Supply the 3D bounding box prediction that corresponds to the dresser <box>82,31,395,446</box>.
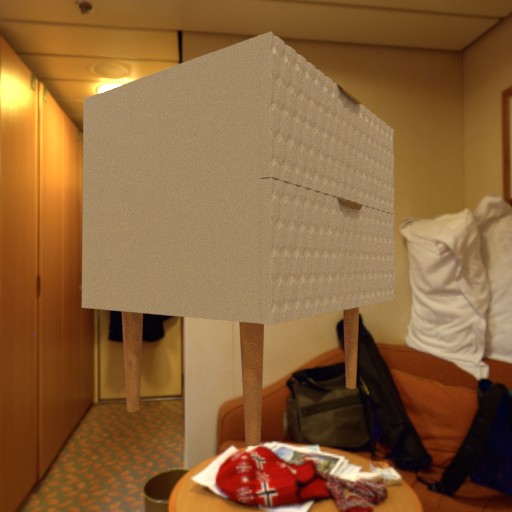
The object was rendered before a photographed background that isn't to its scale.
[{"bbox_3d":[0.000,0.000,0.886,0.414,0.568,0.503,-1,-2,35],"label":"dresser"}]
